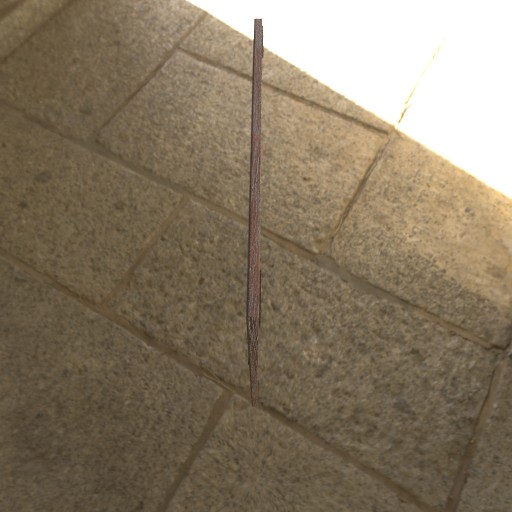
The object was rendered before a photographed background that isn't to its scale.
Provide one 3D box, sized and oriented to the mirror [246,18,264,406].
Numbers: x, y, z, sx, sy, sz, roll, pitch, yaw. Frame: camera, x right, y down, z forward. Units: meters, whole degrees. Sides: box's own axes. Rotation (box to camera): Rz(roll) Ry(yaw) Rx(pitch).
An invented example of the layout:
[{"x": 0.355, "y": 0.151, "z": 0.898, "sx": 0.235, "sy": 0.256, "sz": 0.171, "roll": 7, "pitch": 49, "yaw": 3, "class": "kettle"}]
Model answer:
[{"x": 0.000, "y": 0.000, "z": 1.288, "sx": 0.025, "sy": 0.996, "sz": 0.705, "roll": 1, "pitch": 64, "yaw": 0, "class": "mirror"}]
